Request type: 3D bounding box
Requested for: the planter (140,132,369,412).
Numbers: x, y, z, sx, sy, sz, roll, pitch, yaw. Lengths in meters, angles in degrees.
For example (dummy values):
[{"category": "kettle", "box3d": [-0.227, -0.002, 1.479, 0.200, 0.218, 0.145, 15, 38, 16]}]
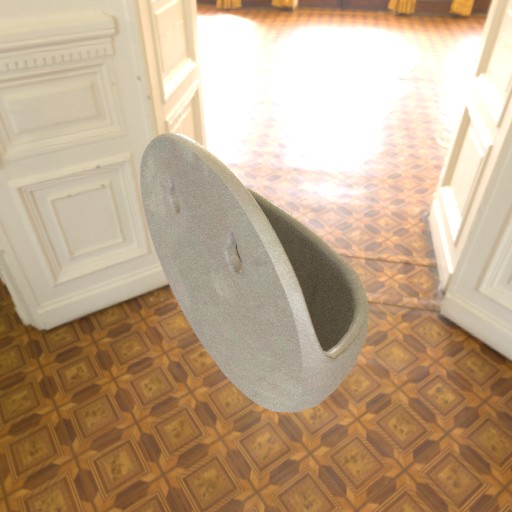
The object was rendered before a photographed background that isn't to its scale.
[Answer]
[{"category": "planter", "box3d": [0.000, 0.000, 0.277, 0.073, 0.164, 0.190, -25, 46, -26]}]
